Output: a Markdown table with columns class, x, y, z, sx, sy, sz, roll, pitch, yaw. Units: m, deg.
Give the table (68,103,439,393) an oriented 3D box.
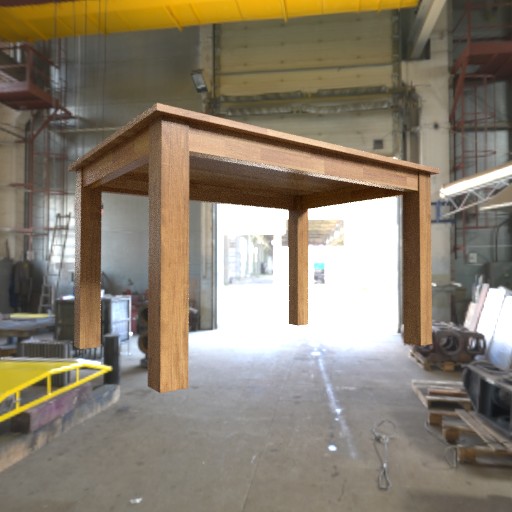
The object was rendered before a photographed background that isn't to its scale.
| class | x | y | z | sx | sy | sz | roll | pitch | yaw |
| --- | --- | --- | --- | --- | --- | --- | --- | --- | --- |
| table | 0.000 | 0.000 | 1.875 | 1.300 | 0.750 | 0.900 | 1 | -2 | -36 |
